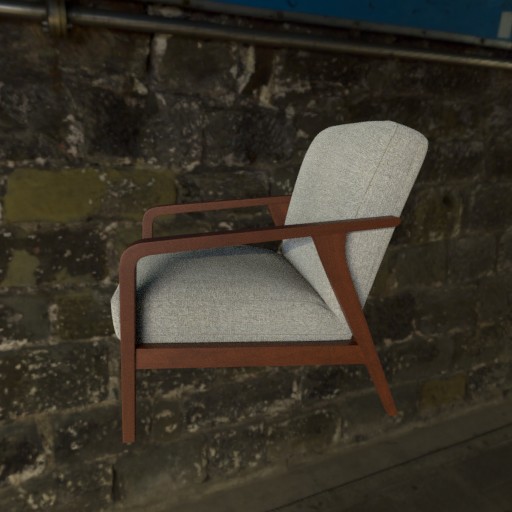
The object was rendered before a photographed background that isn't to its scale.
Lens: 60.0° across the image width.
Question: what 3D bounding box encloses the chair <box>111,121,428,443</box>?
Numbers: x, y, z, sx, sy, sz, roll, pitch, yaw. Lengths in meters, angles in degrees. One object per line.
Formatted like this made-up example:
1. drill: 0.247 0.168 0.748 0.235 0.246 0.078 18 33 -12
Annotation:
1. chair: 0.000 0.000 1.470 0.858 0.847 0.704 -2 14 -9
